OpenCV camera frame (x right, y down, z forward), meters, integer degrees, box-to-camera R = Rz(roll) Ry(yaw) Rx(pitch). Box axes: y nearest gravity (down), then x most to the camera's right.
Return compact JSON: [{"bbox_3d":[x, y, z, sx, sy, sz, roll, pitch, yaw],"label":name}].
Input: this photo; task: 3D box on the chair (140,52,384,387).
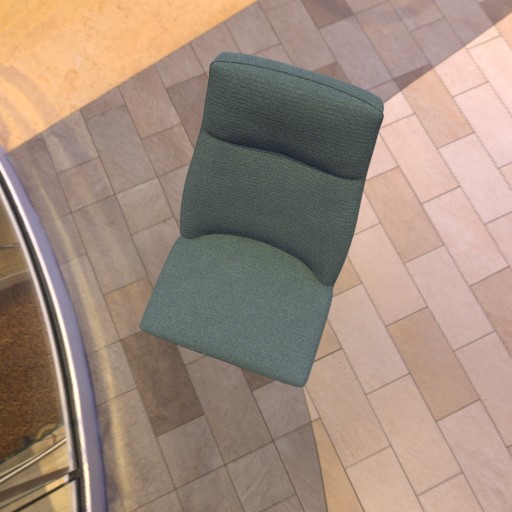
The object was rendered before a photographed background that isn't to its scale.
[{"bbox_3d":[0.000,0.000,1.282,0.500,0.930,0.620,18,76,5],"label":"chair"}]
